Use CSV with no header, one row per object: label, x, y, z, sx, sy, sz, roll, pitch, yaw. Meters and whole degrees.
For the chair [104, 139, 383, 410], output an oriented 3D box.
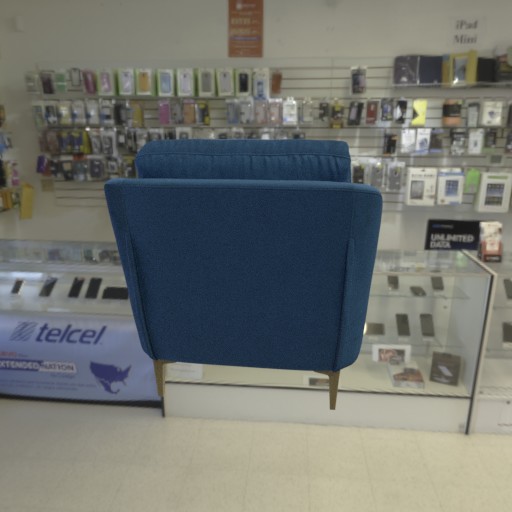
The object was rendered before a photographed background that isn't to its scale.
chair,0.000,0.000,1.740,0.987,0.899,0.961,2,16,7
